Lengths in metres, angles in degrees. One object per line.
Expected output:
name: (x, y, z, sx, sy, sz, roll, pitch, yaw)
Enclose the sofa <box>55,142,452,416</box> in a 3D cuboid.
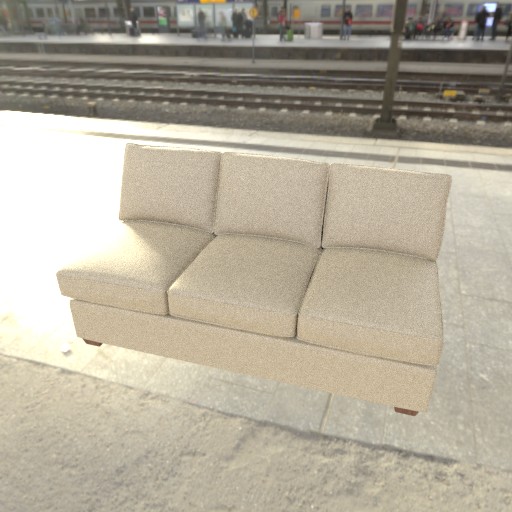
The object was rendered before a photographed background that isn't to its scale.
sofa: (0.000, 0.000, 2.493, 1.962, 0.973, 1.027, 8, 29, 15)
